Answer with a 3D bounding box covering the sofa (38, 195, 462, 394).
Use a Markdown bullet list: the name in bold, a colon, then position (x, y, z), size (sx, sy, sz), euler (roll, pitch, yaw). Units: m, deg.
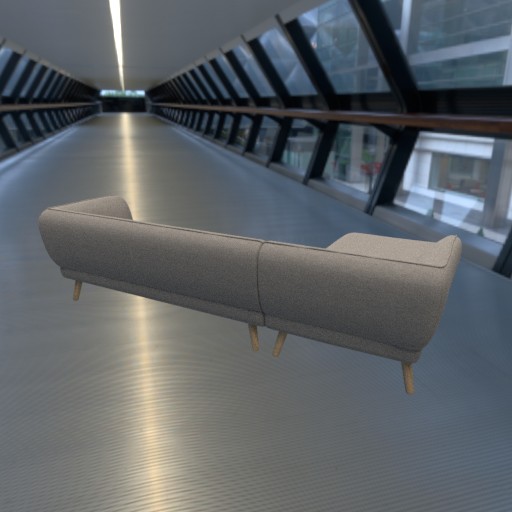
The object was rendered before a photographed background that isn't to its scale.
- **sofa**: position (0.000, 0.000, 3.175), size (2.653, 0.693, 1.532), euler (10, 20, 27)
